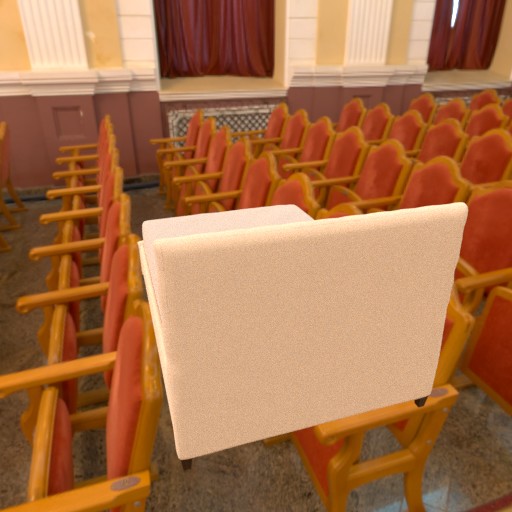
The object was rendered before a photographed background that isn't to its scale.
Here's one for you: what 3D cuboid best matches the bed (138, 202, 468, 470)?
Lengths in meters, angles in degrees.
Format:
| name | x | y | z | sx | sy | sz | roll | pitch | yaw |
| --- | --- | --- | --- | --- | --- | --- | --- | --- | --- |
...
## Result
| name | x | y | z | sx | sy | sz | roll | pitch | yaw |
| --- | --- | --- | --- | --- | --- | --- | --- | --- | --- |
| bed | 0.000 | 0.000 | 3.460 | 1.698 | 1.427 | 2.387 | -8 | 27 | -16 |
